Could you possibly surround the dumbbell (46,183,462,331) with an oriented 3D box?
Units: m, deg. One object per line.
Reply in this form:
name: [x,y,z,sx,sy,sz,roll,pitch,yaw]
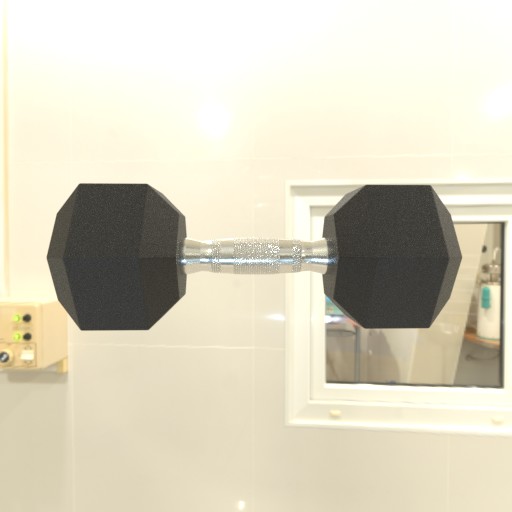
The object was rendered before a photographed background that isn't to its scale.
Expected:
dumbbell: [0.000,0.000,0.374,0.315,0.113,0.129,0,2,-2]
